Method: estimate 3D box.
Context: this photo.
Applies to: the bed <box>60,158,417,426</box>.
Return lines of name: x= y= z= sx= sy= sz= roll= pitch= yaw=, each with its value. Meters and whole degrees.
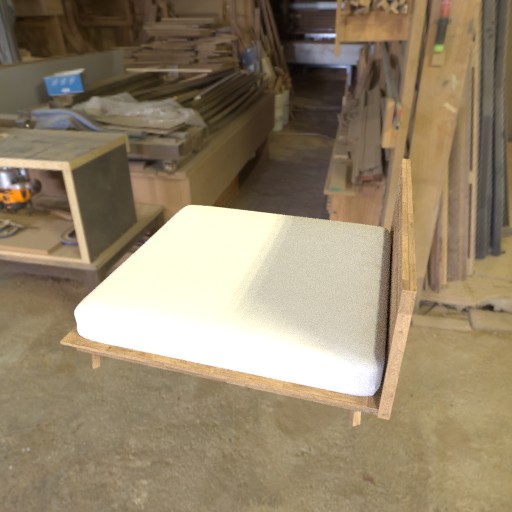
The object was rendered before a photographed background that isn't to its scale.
bed: x=0.000 y=0.000 z=3.455 sx=2.167 sy=1.100 sz=2.116 roll=8 pitch=30 yaw=14
